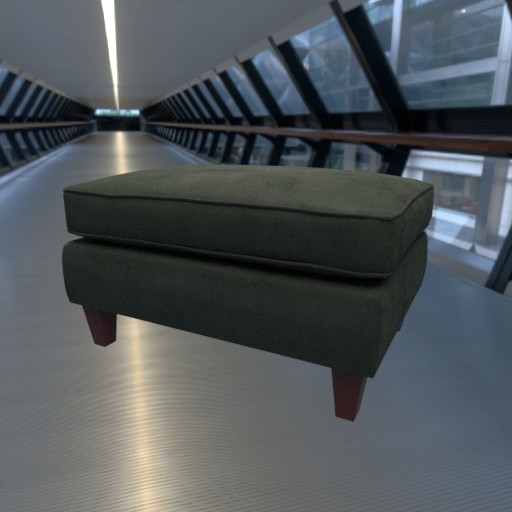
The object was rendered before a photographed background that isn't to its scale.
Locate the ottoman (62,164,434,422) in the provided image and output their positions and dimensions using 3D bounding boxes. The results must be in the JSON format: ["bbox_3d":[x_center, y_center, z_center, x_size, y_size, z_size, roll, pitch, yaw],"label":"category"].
[{"bbox_3d":[0.000,0.000,1.262,0.864,0.495,0.632,8,18,27],"label":"ottoman"}]
